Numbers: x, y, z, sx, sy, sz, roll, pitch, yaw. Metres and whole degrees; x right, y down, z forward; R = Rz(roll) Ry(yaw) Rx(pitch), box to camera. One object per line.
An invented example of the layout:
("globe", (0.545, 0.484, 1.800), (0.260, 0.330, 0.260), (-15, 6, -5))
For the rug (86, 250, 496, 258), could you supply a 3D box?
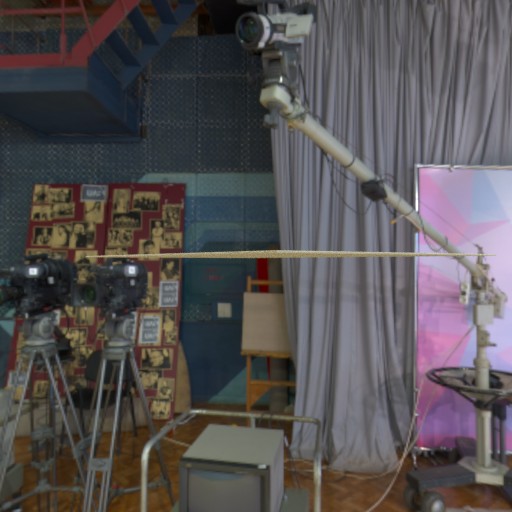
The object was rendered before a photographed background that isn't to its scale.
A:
("rug", (0.000, 0.000, 2.159), (1.143, 0.006, 1.747), (0, -1, -36))
